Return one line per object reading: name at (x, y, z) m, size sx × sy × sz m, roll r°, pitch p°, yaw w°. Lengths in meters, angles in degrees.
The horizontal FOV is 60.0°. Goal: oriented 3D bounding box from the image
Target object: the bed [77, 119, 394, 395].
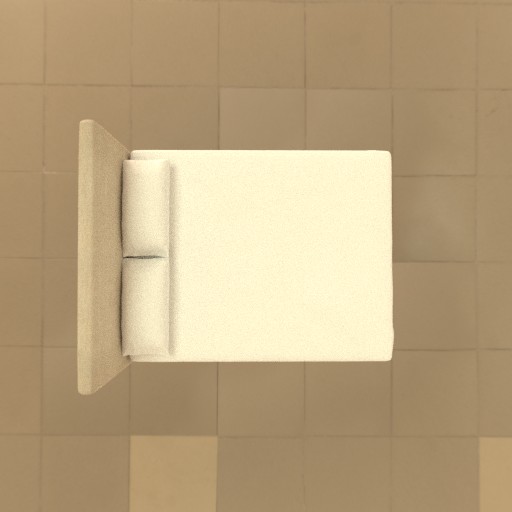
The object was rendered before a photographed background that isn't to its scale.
bed at (0.000, 0.000, 3.288) m, size 2.162 × 1.330 × 1.713 m, roll 0°, pitch 89°, yaw -1°
